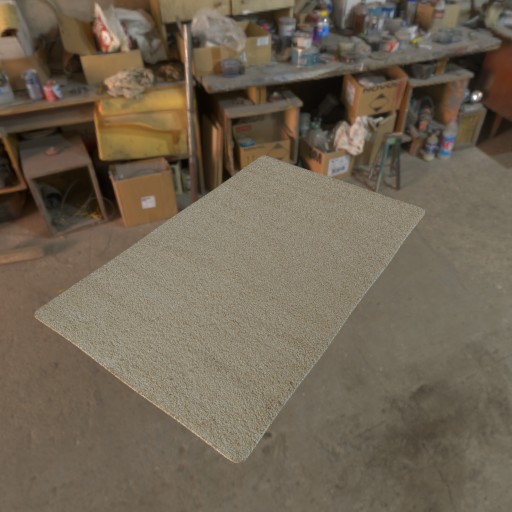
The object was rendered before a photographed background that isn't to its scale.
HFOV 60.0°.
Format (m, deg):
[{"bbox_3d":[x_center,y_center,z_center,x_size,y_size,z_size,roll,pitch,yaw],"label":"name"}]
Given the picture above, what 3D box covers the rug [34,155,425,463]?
[{"bbox_3d":[0.000,0.000,2.955,1.500,0.026,2.349,25,47,26],"label":"rug"}]
